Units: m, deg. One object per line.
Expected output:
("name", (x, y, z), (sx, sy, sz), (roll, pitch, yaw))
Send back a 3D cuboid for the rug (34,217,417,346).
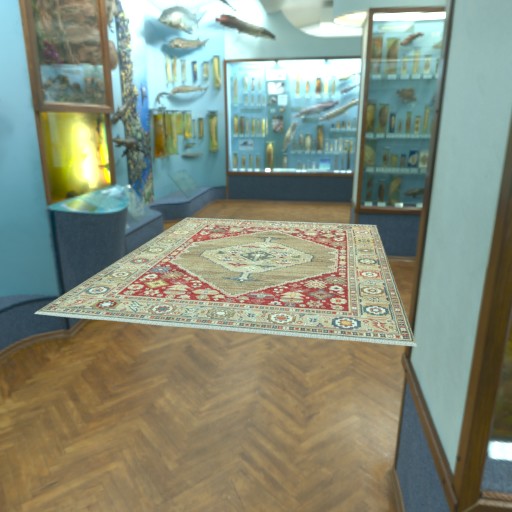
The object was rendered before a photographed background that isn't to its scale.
("rug", (0.000, 0.000, 4.219), (2.451, 0.008, 3.143), (3, 17, 10))
